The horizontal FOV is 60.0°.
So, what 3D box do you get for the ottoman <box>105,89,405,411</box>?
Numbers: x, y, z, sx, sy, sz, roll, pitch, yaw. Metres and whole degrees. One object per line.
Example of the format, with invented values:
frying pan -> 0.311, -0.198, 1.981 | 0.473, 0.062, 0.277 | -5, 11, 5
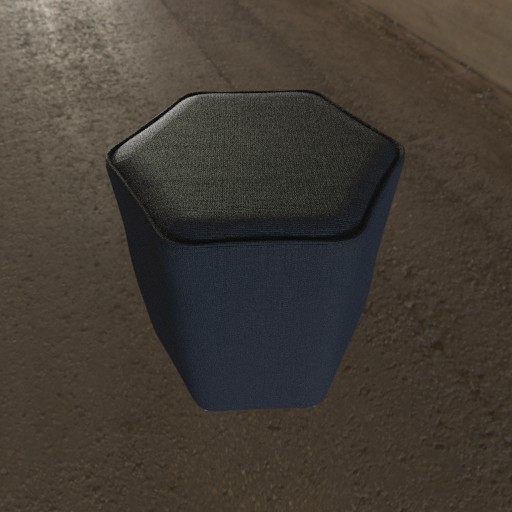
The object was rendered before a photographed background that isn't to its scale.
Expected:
ottoman -> 0.000, 0.000, 0.890 | 0.454, 0.505, 0.492 | 24, 50, 21
